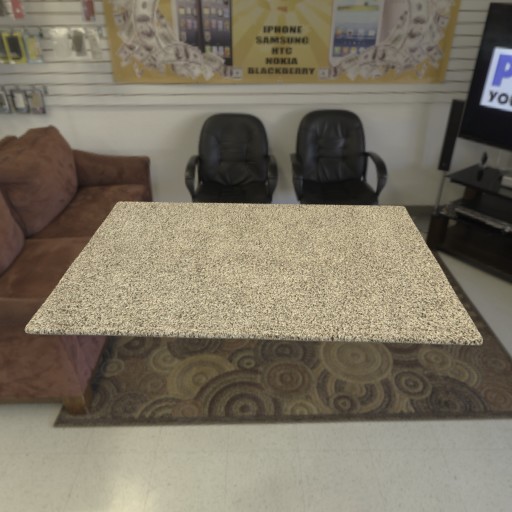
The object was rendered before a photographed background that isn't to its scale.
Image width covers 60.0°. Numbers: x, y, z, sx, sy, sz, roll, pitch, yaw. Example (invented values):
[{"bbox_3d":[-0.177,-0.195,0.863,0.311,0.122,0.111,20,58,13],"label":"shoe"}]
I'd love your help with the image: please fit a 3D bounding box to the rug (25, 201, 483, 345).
[{"bbox_3d":[0.000,0.000,2.230,1.778,0.030,1.219,1,31,2],"label":"rug"}]
